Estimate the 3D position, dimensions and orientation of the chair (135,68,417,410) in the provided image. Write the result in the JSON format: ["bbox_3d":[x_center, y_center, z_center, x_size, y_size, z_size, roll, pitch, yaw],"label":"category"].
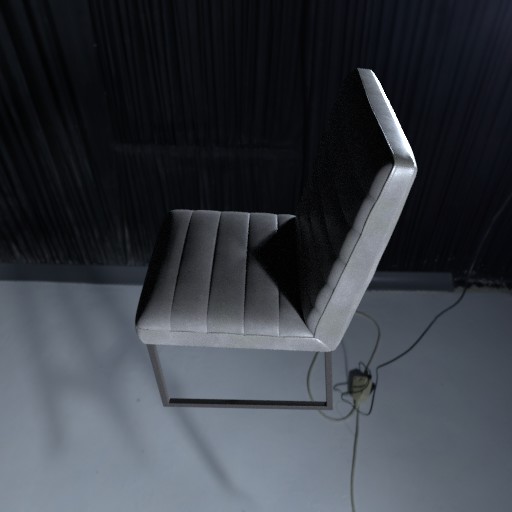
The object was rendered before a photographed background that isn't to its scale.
[{"bbox_3d":[0.000,0.000,1.309,0.634,0.930,0.520,1,42,1],"label":"chair"}]
